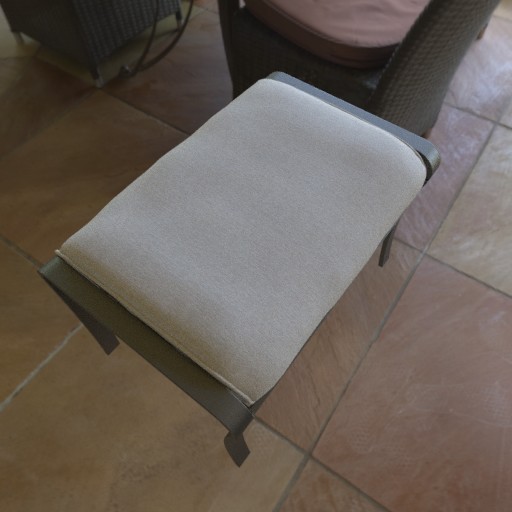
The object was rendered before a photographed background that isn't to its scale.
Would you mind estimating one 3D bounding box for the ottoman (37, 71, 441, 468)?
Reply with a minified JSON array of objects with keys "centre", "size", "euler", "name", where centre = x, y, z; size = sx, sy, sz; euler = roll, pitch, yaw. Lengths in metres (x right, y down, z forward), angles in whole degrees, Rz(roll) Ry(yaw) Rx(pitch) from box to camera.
[{"centre":[0.000,0.000,0.882],"size":[0.406,0.422,0.610],"euler":[33,64,19],"name":"ottoman"}]
